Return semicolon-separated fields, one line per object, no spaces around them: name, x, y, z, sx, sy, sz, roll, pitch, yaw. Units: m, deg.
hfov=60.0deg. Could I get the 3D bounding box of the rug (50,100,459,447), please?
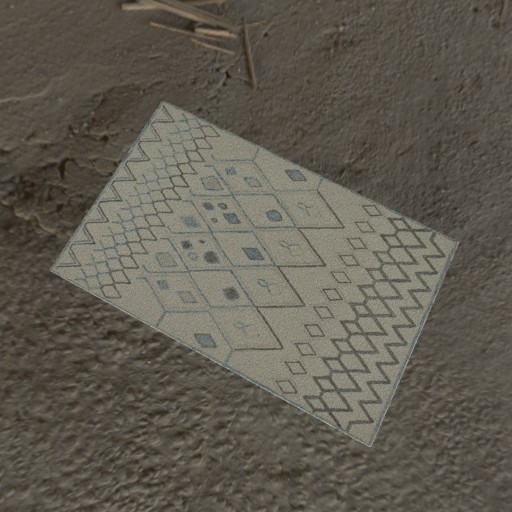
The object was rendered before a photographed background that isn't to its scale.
rug;0.000;0.000;3.101;2.439;0.015;1.524;27;77;7
